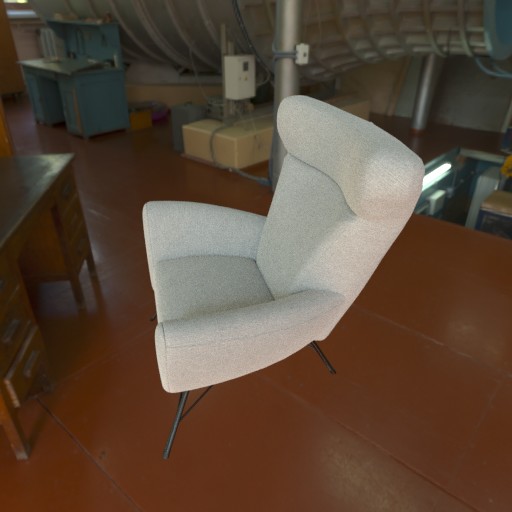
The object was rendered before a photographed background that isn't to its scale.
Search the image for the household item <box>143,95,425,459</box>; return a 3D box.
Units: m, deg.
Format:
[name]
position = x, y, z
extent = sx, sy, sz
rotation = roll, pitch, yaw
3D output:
[household item]
position = 0.000, 0.000, 1.736
extent = 0.900, 1.050, 0.980
rotation = -8, 31, -13
